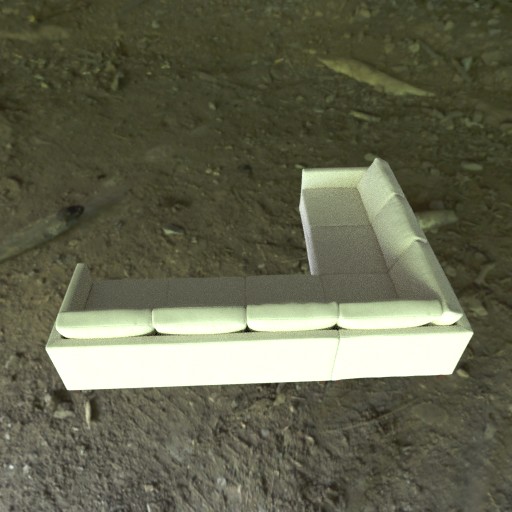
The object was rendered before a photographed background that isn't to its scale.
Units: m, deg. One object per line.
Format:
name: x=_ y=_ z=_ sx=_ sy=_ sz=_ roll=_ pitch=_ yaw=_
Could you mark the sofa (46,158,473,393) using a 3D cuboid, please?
sofa: x=0.000 y=0.000 z=4.315 sx=3.182 sy=0.863 sz=2.432 roll=-2 pitch=42 yaw=-2
